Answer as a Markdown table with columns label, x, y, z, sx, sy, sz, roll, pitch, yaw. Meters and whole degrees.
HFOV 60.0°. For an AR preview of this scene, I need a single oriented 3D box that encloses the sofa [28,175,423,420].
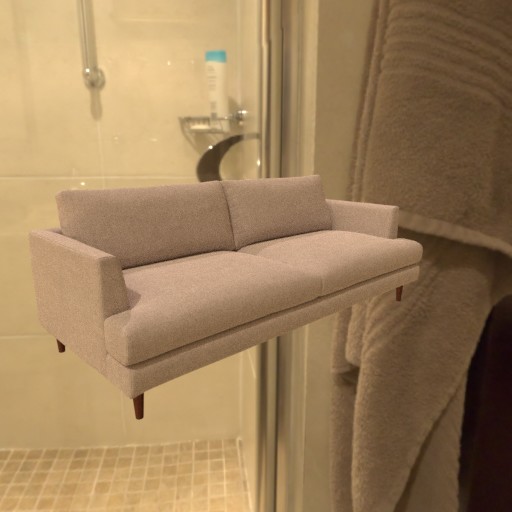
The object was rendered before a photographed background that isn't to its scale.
| label | x | y | z | sx | sy | sz | roll | pitch | yaw |
| --- | --- | --- | --- | --- | --- | --- | --- | --- | --- |
| sofa | 0.000 | 0.000 | 2.674 | 2.250 | 0.868 | 1.020 | -13 | 19 | -42 |
